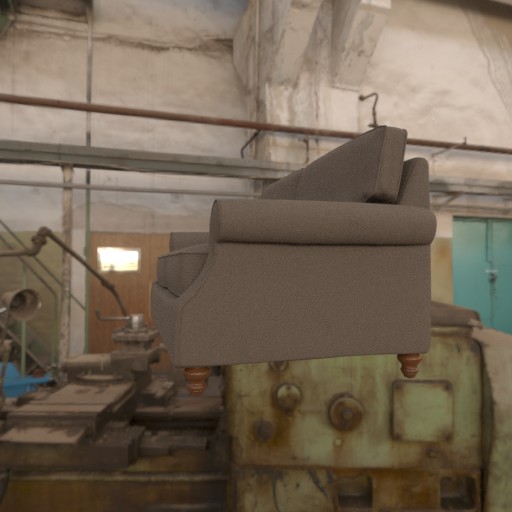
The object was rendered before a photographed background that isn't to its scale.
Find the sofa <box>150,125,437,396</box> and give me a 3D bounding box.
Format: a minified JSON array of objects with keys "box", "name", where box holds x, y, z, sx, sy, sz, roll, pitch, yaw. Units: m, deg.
[{"box":[0.000,0.000,2.218,0.964,0.937,1.665,0,-1,-16],"name":"sofa"}]
